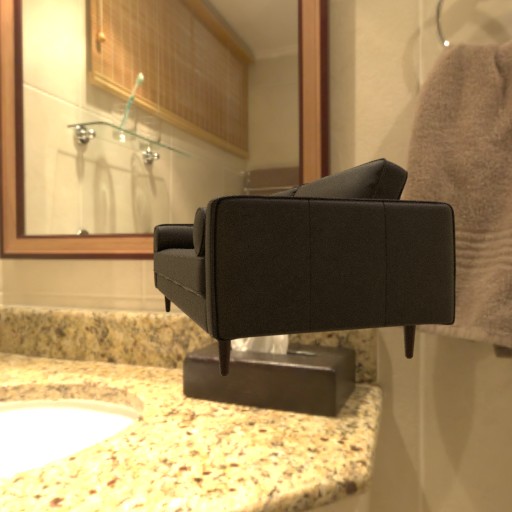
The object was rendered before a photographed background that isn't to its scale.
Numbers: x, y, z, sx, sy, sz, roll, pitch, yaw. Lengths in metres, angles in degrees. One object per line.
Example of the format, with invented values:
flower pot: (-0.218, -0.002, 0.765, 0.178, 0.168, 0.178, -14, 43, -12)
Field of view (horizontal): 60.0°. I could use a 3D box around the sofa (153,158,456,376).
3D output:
sofa: (0.000, 0.000, 2.321, 0.921, 0.770, 1.879, 0, 1, -18)
